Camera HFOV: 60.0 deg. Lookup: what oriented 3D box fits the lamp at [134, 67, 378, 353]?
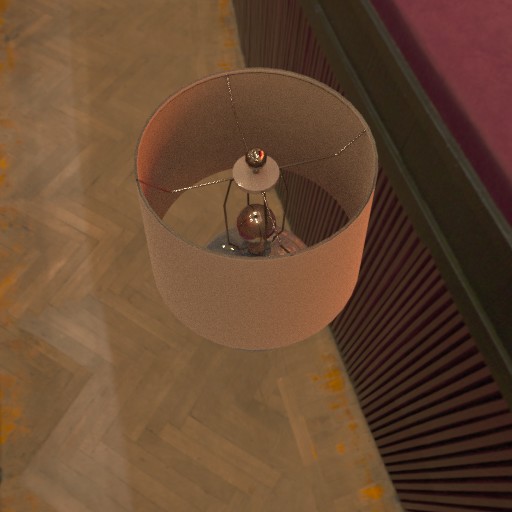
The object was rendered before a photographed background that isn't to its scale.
[{"bbox_3d":[0.000,0.000,0.546,0.247,0.387,0.247,0,63,0],"label":"lamp"}]
